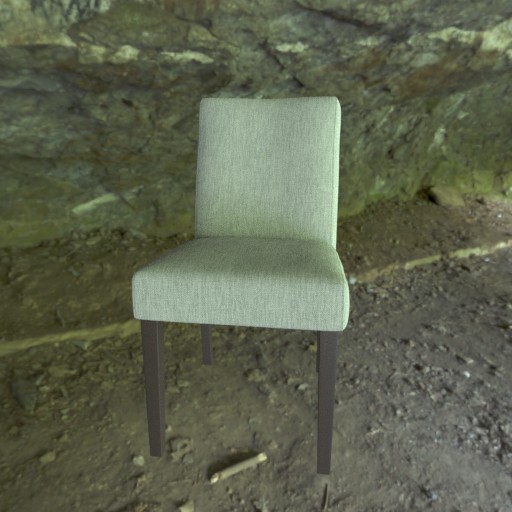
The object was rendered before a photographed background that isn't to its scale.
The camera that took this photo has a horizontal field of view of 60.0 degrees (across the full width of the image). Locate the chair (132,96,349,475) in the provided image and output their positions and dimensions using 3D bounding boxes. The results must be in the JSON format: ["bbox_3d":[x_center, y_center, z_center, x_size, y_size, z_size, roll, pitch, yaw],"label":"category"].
[{"bbox_3d":[0.000,0.000,1.237,0.487,0.884,0.629,2,15,8],"label":"chair"}]
